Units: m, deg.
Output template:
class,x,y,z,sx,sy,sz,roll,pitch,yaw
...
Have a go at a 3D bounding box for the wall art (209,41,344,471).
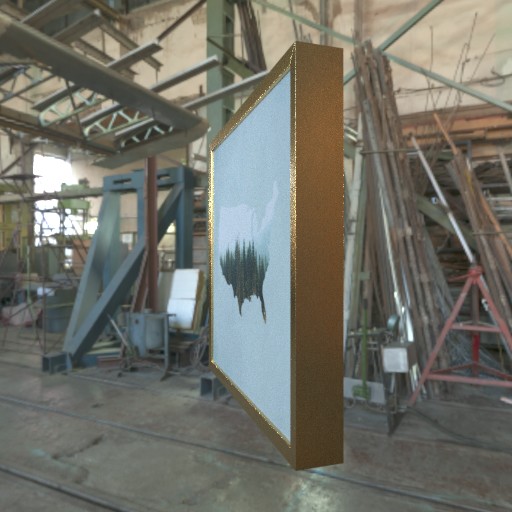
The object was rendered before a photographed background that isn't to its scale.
class,x,y,z,sx,sy,sz,roll,pitch,yaw
wall art,0.000,0.000,0.464,0.038,0.304,0.304,0,0,-18
